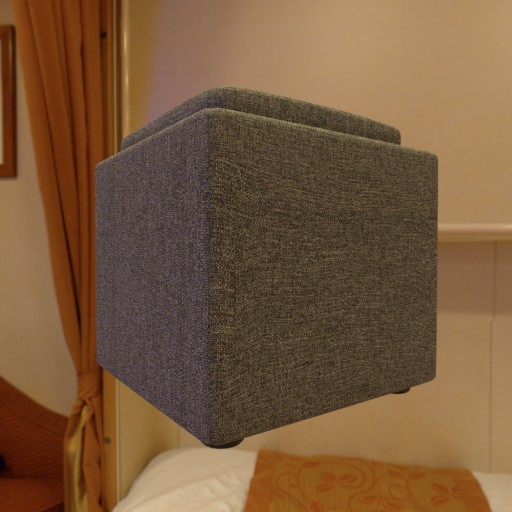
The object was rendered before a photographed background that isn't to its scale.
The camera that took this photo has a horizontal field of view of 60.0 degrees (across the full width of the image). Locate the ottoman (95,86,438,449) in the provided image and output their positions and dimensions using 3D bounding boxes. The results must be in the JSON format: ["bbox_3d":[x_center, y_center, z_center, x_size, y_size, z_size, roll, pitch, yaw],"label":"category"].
[{"bbox_3d":[0.000,0.000,0.800,0.450,0.460,0.450,-1,2,-35],"label":"ottoman"}]
